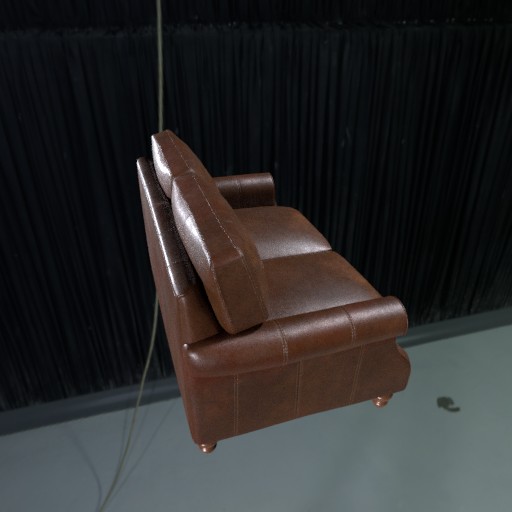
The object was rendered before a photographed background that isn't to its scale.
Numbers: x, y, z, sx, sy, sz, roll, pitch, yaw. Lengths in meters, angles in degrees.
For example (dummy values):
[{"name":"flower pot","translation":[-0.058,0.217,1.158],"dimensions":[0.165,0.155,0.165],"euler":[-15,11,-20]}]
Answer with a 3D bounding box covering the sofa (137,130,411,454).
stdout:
[{"name":"sofa","translation":[0.000,0.000,2.245],"dimensions":[0.990,0.976,1.616],"euler":[-9,32,-15]}]
